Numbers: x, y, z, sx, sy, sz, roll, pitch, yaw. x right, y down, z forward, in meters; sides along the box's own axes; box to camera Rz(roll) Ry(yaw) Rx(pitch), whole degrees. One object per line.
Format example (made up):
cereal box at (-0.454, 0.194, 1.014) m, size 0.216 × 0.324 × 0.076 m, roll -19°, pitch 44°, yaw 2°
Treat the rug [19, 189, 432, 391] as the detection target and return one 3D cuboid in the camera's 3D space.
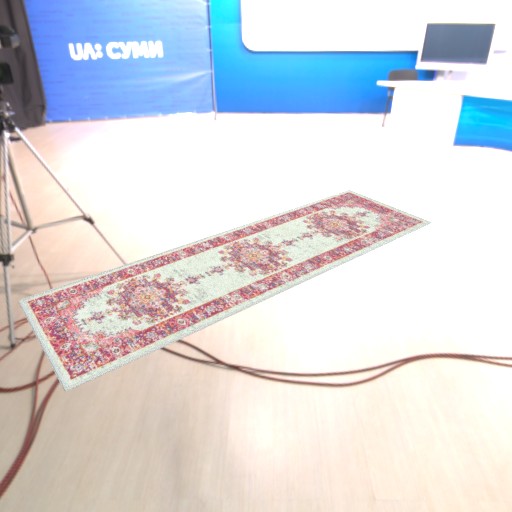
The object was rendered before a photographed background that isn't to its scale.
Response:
rug at (0.000, 0.000, 1.952) m, size 1.824 × 0.009 × 0.562 m, roll -21°, pitch 36°, yaw -32°
